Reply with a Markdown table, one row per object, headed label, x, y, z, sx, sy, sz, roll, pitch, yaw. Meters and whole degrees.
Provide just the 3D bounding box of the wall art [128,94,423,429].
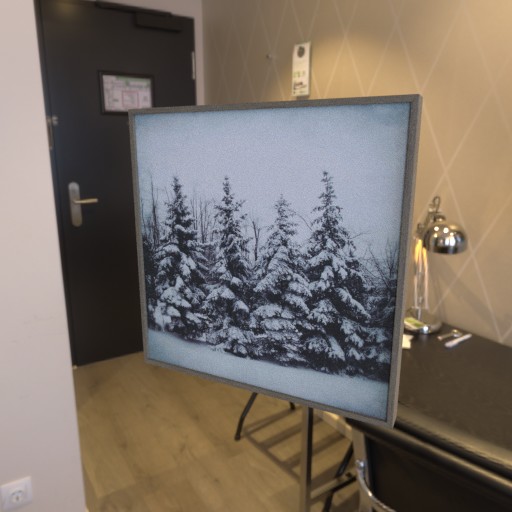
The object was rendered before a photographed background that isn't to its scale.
| label | x | y | z | sx | sy | sz | roll | pitch | yaw |
| --- | --- | --- | --- | --- | --- | --- | --- | --- | --- |
| wall art | 0.000 | 0.000 | 0.777 | 0.507 | 0.507 | 0.037 | 7 | 15 | 26 |
